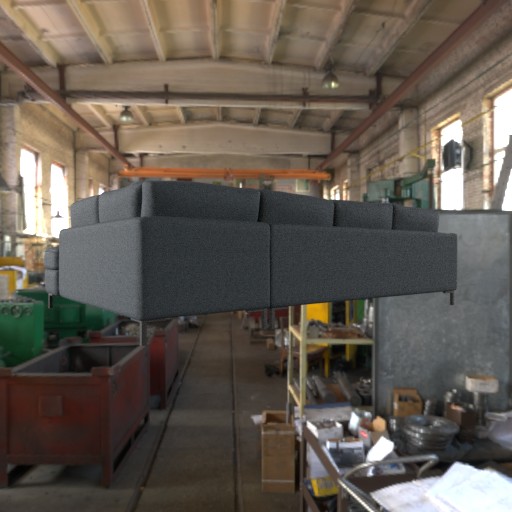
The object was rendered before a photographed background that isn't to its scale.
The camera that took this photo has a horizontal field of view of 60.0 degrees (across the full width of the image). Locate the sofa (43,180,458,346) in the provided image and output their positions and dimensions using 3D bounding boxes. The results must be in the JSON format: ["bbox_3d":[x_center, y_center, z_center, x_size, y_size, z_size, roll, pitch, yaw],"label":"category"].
[{"bbox_3d":[0.000,0.000,3.783,2.975,0.858,1.984,0,0,-37],"label":"sofa"}]
